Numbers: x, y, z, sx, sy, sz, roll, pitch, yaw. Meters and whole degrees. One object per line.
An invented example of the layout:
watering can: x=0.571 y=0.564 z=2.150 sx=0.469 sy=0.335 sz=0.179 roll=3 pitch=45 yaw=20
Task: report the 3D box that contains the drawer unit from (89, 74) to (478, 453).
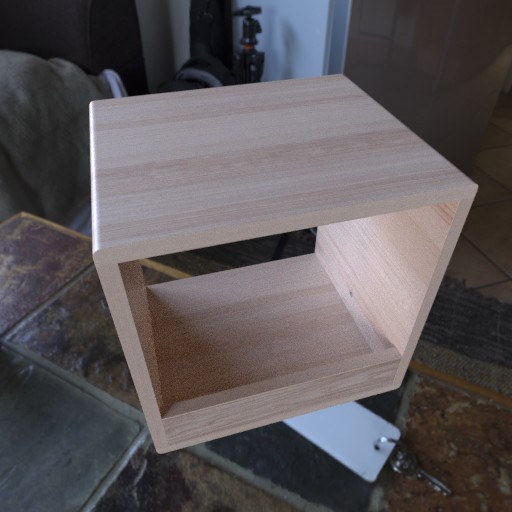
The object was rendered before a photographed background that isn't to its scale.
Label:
drawer unit: x=0.000 y=0.000 z=0.589 sx=0.344 sy=0.344 sz=0.290 roll=-11 pitch=43 yaw=-12
